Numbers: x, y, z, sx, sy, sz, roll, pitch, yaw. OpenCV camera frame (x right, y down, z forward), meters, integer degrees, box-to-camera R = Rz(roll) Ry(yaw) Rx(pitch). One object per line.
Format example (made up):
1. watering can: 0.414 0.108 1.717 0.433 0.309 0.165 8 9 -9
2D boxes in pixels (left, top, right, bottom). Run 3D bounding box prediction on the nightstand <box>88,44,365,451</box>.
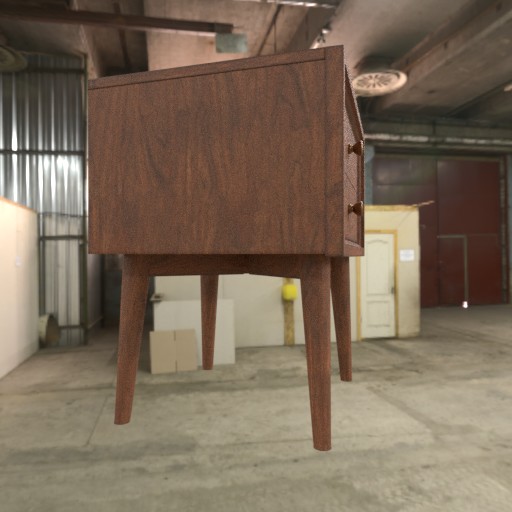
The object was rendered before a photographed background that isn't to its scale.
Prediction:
1. nightstand: 0.000 0.000 0.944 0.445 0.607 0.521 0 0 17
